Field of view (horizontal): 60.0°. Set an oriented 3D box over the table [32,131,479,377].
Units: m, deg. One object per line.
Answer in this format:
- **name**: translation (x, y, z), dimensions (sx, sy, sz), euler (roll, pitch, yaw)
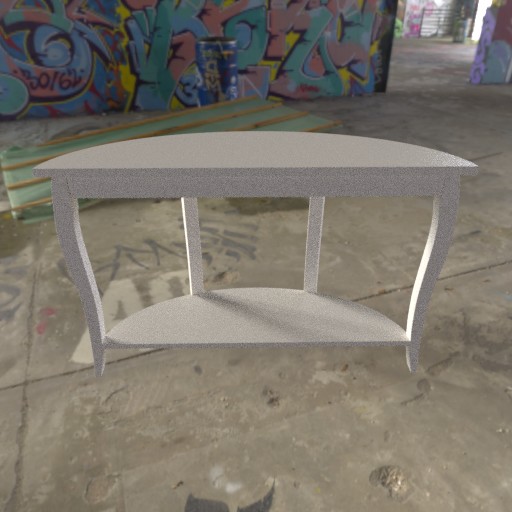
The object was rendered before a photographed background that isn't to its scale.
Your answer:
- **table**: translation (0.000, 0.000, 1.573), dimensions (1.219, 0.780, 0.394), euler (0, 30, -1)
